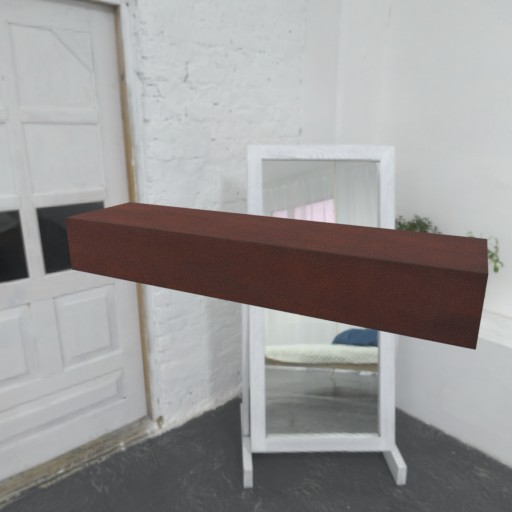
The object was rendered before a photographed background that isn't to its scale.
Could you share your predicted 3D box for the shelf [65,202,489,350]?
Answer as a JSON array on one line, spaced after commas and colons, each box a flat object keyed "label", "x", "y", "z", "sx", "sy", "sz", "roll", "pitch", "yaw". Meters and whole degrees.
[{"label": "shelf", "x": 0.000, "y": 0.000, "z": 0.661, "sx": 0.607, "sy": 0.088, "sz": 0.152, "roll": 8, "pitch": 19, "yaw": 25}]
